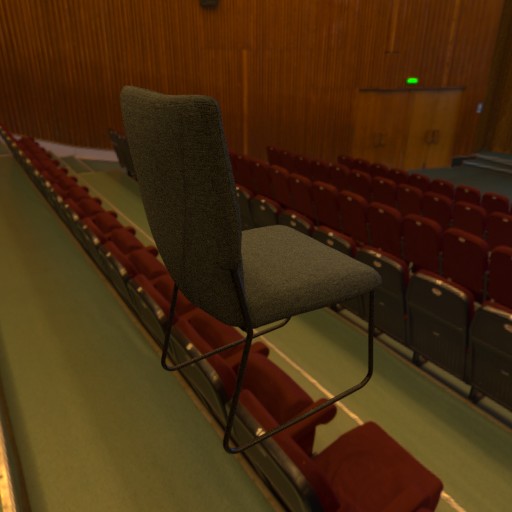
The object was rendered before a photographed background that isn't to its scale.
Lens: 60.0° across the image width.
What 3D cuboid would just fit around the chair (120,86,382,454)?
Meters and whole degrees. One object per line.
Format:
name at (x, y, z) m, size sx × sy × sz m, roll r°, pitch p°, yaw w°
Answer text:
chair at (0.000, 0.000, 1.283) m, size 0.635 × 0.931 × 0.480 m, roll -16°, pitch 29°, yaw -31°
